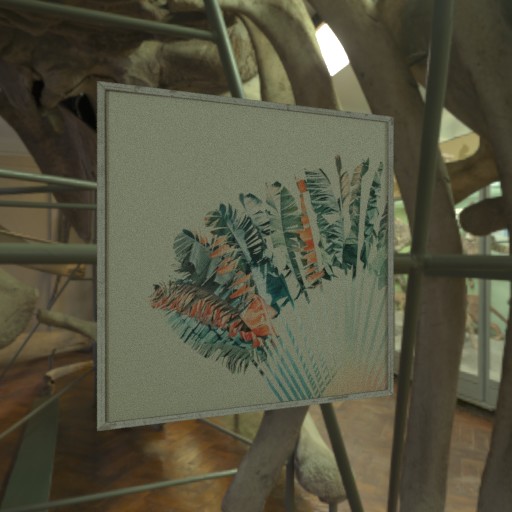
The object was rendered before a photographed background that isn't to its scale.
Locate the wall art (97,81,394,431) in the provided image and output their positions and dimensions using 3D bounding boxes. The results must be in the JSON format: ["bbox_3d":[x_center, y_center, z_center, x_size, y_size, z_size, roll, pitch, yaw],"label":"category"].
[{"bbox_3d":[0.000,0.000,0.452,0.305,0.303,0.038,0,0,-19],"label":"wall art"}]
